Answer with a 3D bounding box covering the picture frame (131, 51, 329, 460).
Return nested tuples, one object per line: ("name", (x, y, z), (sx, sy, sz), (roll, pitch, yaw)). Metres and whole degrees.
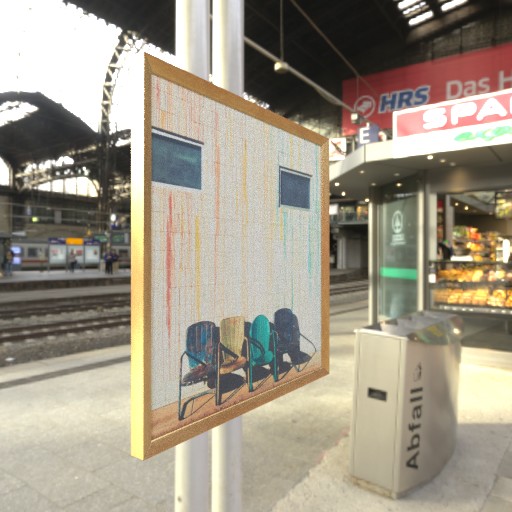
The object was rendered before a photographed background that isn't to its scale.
("picture frame", (0.000, 0.000, 1.139), (0.037, 0.761, 0.758), (0, 0, 36))
